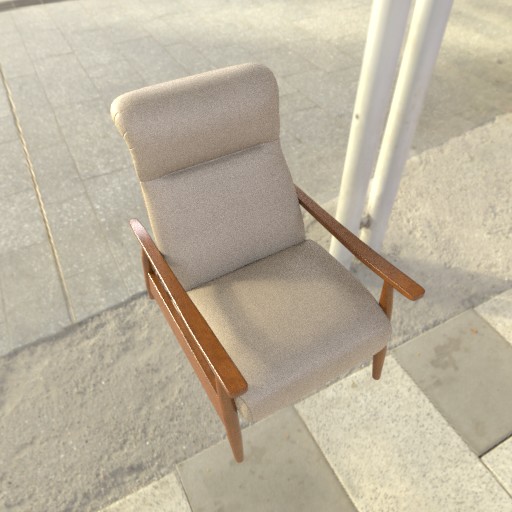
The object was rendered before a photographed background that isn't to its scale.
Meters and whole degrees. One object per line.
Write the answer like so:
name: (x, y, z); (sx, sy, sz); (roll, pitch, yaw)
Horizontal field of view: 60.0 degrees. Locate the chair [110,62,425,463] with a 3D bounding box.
chair: (0.000, 0.000, 1.757); (0.762, 1.082, 1.032); (-23, 51, -20)
